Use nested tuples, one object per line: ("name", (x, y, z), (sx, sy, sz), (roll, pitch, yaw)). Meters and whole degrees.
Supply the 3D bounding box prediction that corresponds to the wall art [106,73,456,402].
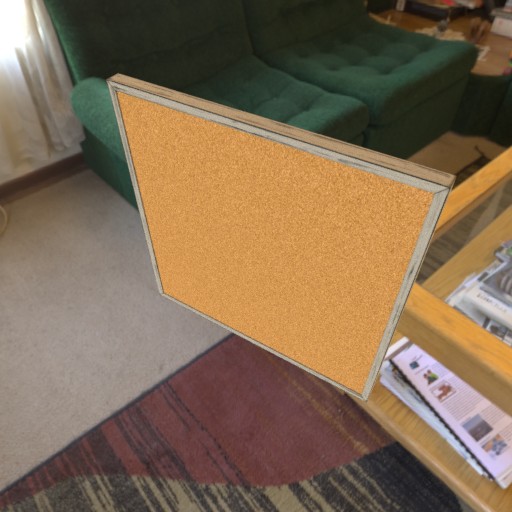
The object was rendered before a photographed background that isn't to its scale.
("wall art", (0.000, 0.000, 1.139), (0.761, 0.761, 0.037), (24, 50, 21))
